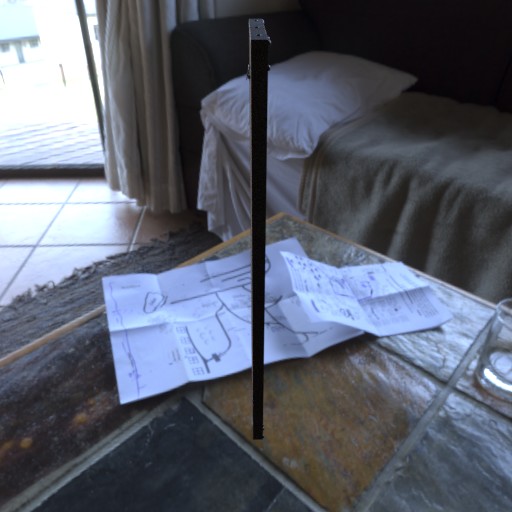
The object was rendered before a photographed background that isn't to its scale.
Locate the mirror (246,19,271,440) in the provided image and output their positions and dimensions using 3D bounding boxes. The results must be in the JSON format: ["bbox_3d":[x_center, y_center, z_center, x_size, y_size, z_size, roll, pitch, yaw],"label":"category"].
[{"bbox_3d":[0.000,0.000,1.167,0.042,1.080,0.354,-1,33,-1],"label":"mirror"}]
